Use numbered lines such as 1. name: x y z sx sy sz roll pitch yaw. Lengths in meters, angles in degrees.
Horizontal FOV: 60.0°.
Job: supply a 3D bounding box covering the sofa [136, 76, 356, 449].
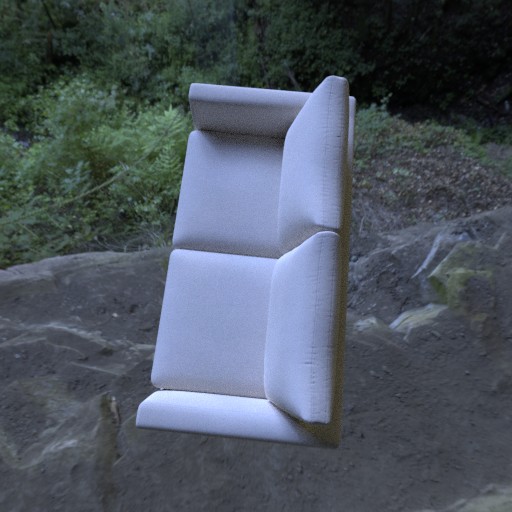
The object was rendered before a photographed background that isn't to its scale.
1. sofa: 0.000 0.000 2.306 0.906 0.995 1.739 6 75 2
